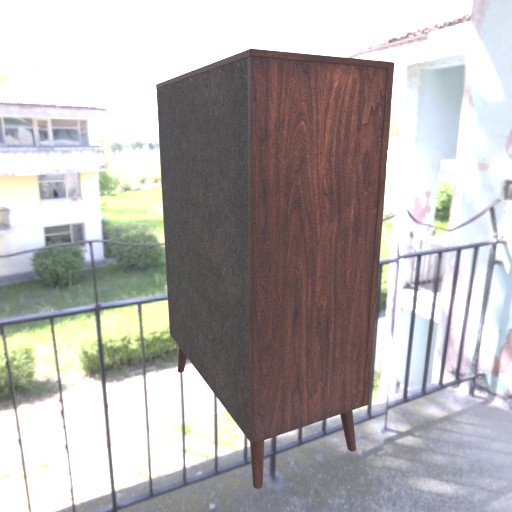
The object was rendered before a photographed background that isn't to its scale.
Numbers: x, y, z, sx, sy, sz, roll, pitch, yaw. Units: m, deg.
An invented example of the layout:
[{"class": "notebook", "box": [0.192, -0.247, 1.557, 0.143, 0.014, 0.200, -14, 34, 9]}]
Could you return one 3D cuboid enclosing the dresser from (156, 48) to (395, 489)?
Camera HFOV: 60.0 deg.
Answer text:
[{"class": "dresser", "box": [0.000, 0.000, 1.795, 0.498, 1.365, 0.919, -8, 17, -26]}]
